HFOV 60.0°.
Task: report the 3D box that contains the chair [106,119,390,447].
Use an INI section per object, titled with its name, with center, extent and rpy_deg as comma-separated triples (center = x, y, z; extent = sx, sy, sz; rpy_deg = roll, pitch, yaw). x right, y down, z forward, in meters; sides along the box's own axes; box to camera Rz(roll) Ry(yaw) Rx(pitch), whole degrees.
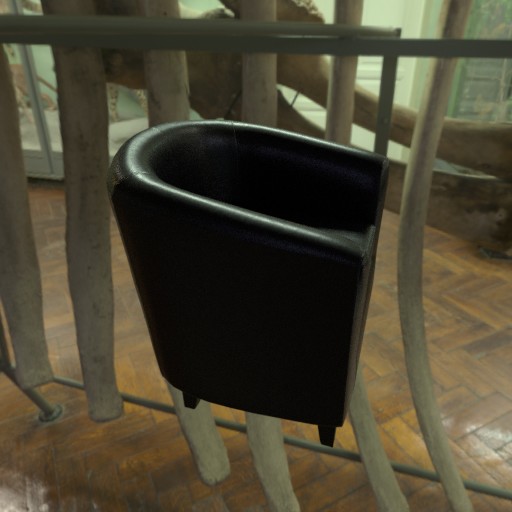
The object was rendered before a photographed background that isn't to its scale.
[chair]
center = 0.000, 0.000, 1.409
extent = 0.727, 0.756, 0.793
rpy_deg = 9, 30, 16
